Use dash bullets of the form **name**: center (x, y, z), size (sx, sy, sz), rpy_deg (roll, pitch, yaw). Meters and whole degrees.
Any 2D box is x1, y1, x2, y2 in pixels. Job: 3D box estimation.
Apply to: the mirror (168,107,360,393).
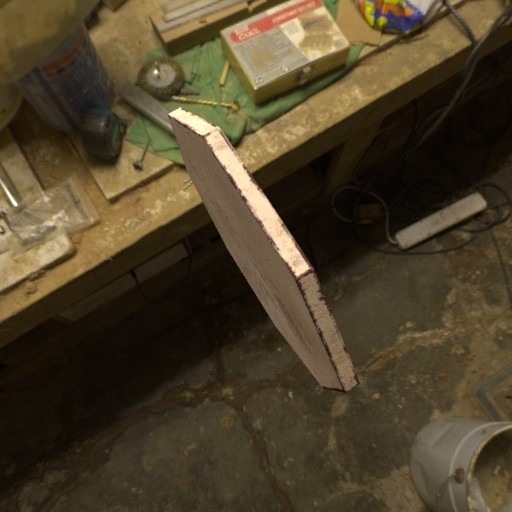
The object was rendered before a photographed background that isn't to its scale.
- **mirror**: center (0.000, 0.000, 0.975), size (0.031, 0.648, 0.648), rpy_deg (-31, 77, -8)
